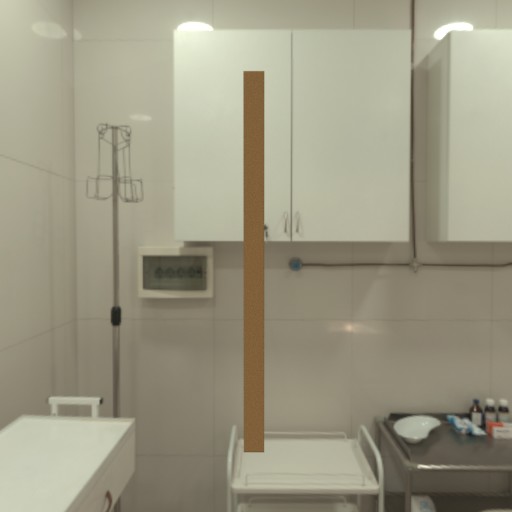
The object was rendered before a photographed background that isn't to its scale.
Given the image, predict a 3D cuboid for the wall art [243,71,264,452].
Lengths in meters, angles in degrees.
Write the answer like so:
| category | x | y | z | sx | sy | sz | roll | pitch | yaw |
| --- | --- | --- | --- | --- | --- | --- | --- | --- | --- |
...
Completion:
| category | x | y | z | sx | sy | sz | roll | pitch | yaw |
| --- | --- | --- | --- | --- | --- | --- | --- | --- | --- |
| wall art | 0.000 | 0.000 | 1.163 | 0.033 | 0.608 | 0.915 | 0 | 2 | 0 |
